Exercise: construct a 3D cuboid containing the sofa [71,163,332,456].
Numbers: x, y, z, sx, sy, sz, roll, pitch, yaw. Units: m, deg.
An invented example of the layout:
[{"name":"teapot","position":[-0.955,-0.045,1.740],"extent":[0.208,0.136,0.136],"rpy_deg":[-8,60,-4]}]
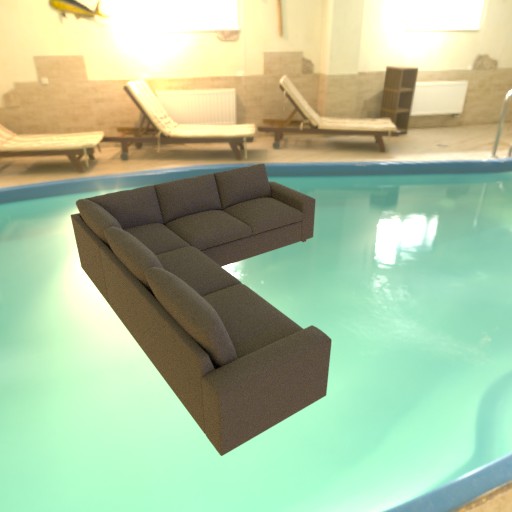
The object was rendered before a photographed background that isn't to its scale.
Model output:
[{"name":"sofa","position":[0.000,0.000,4.753],"extent":[2.895,0.965,3.277],"rpy_deg":[-18,32,-31]}]
